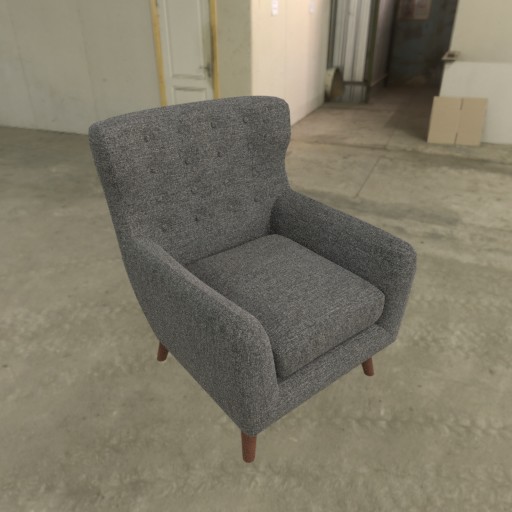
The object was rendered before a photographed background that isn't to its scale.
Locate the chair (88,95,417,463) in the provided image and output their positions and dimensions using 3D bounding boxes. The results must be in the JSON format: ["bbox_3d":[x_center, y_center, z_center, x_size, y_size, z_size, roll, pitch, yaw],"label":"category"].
[{"bbox_3d":[0.000,0.000,1.757,0.889,1.039,0.940,-22,36,-33],"label":"chair"}]
